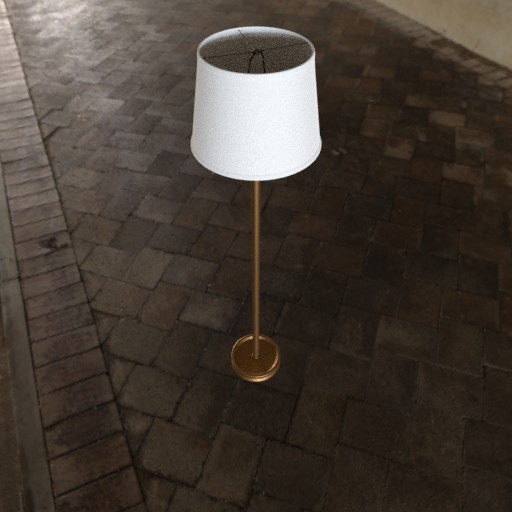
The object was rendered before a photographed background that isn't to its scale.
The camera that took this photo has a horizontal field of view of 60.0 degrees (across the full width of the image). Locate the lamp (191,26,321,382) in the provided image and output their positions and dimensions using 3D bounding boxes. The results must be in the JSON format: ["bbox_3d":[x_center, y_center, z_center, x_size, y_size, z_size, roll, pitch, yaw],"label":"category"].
[{"bbox_3d":[0.000,0.000,0.777,0.178,0.710,0.178,0,47,0],"label":"lamp"}]
